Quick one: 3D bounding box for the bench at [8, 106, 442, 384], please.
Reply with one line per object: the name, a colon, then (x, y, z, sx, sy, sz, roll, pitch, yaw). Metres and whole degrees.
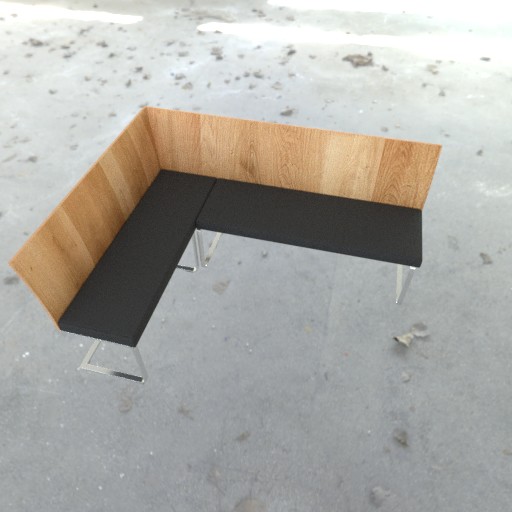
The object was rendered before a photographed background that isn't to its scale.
bench: (0.000, 0.000, 2.679, 1.945, 0.930, 1.495, 10, 47, 10)
